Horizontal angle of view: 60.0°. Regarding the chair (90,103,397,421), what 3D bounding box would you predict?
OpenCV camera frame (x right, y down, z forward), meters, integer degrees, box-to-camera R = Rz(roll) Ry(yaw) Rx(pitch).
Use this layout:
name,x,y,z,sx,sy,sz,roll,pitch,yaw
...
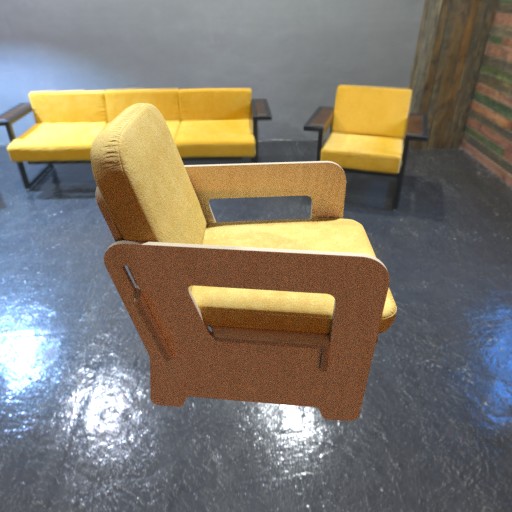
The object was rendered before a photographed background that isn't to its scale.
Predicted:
name,x,y,z,sx,sy,sz,roll,pitch,yaw
chair,0.000,0.000,1.278,0.710,0.800,0.590,0,32,0
